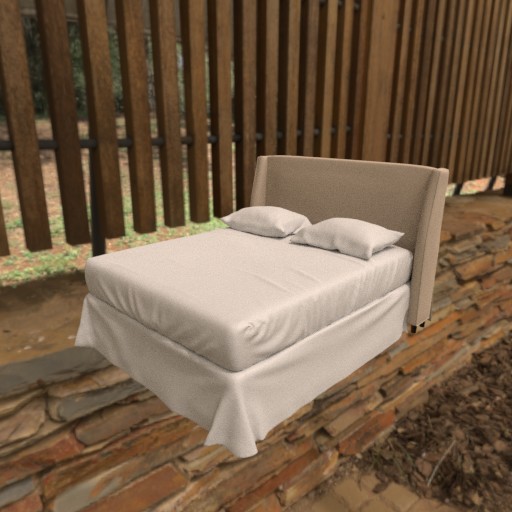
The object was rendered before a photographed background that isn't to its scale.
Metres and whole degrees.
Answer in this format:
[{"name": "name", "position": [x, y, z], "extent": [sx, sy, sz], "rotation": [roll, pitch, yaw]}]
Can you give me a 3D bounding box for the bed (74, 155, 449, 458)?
[{"name": "bed", "position": [0.000, 0.000, 3.404], "extent": [1.925, 1.332, 2.276], "rotation": [16, 23, 42]}]
